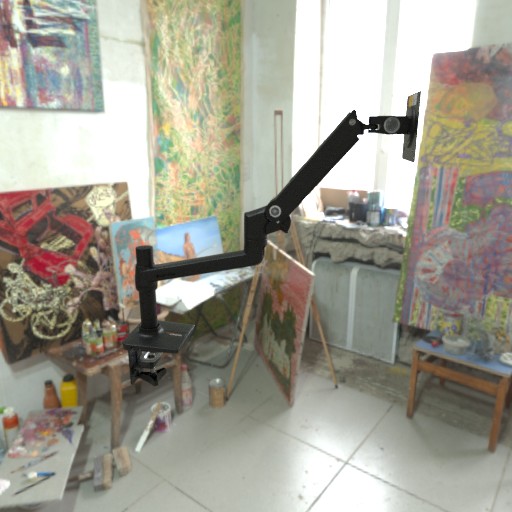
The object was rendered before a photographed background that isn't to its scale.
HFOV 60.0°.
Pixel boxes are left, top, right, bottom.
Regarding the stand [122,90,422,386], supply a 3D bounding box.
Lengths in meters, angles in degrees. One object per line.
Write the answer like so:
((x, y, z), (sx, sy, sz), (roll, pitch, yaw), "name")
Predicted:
((0.000, 0.000, 1.043), (0.650, 0.713, 0.152), (2, 16, 8), "stand")
